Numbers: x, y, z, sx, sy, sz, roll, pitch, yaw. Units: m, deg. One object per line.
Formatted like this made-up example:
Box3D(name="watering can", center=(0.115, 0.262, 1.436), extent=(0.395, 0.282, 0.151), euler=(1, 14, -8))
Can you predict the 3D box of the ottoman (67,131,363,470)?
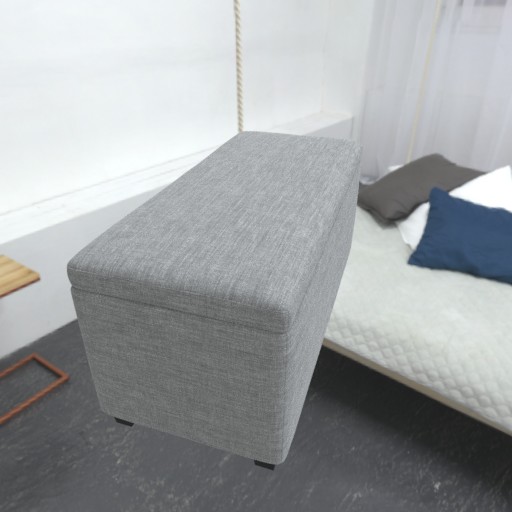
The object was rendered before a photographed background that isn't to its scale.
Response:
Box3D(name="ottoman", center=(0.000, 0.000, 1.144), extent=(0.419, 0.432, 0.902), euler=(10, 32, 16))
